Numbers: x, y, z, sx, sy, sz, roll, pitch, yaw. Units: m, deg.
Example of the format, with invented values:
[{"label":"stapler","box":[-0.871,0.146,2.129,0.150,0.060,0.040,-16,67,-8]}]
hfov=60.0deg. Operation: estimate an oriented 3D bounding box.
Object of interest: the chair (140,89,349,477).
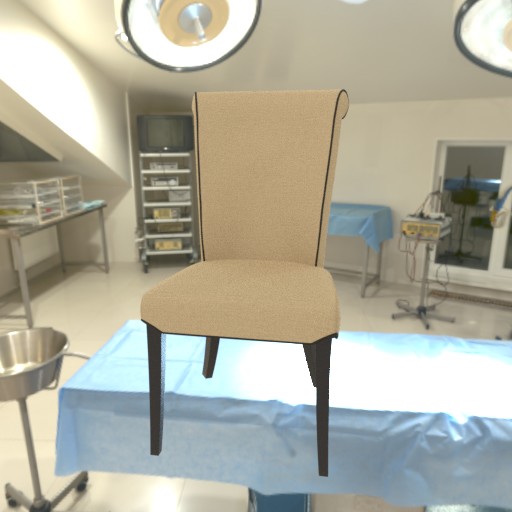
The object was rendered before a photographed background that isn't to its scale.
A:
[{"label":"chair","box":[0.000,0.000,1.349,0.522,0.997,0.623,3,15,9]}]
